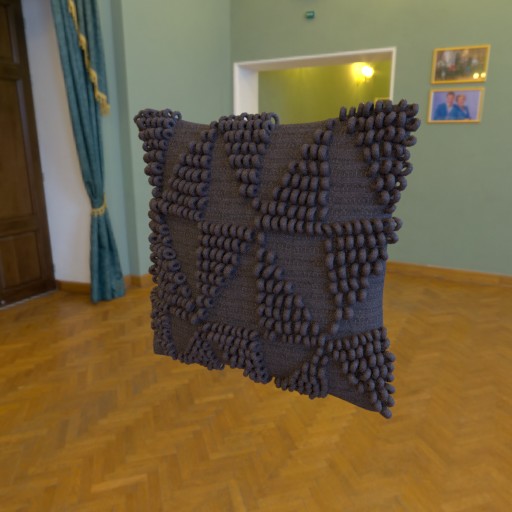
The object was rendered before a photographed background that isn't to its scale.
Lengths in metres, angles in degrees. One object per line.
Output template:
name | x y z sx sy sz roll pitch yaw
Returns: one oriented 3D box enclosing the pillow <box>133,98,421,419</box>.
pillow | 0.000 0.000 0.717 0.470 0.467 0.172 8 17 26
